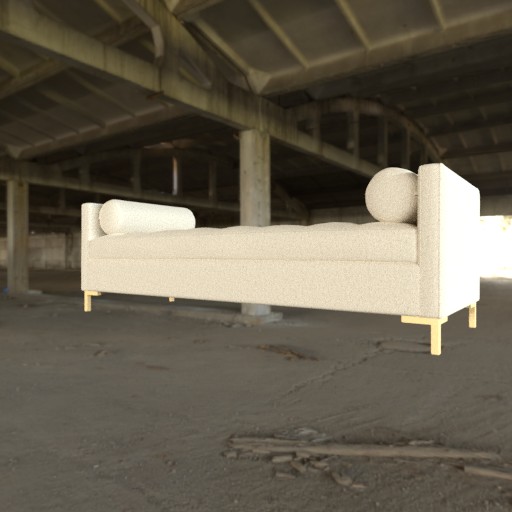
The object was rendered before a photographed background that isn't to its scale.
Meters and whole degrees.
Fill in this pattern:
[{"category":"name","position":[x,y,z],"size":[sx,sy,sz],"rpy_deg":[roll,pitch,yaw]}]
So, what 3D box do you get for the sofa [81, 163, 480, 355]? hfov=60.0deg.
[{"category":"sofa","position":[0.000,0.000,2.283],"size":[1.985,0.641,0.746],"rpy_deg":[0,0,35]}]
